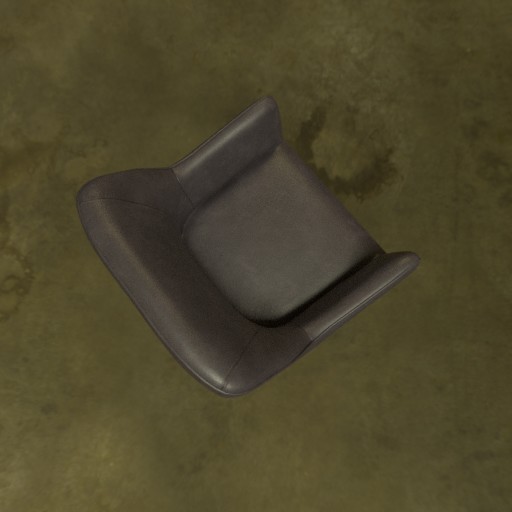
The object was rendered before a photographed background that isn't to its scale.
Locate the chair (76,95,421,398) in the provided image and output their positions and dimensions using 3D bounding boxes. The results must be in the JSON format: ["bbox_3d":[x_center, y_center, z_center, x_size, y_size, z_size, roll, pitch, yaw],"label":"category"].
[{"bbox_3d":[0.000,0.000,1.262,0.610,0.828,0.610,-38,79,-9],"label":"chair"}]
